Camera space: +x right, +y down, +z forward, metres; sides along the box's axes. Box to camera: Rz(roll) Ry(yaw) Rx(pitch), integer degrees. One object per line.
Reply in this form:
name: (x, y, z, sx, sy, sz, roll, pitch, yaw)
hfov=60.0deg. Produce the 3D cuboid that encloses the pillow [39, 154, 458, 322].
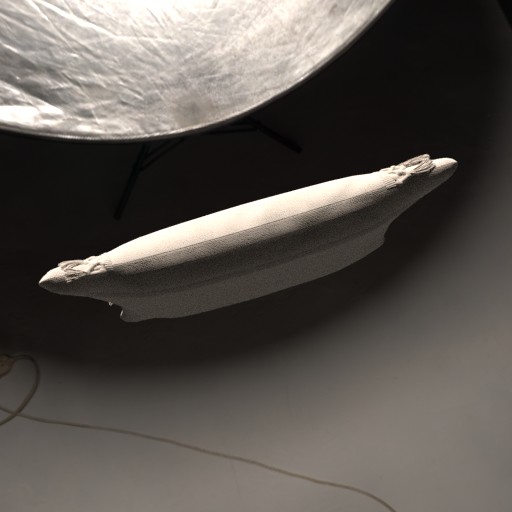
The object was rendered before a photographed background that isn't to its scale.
pillow: (0.000, 0.000, 0.609, 0.466, 0.305, 0.084, -17, 76, -4)
